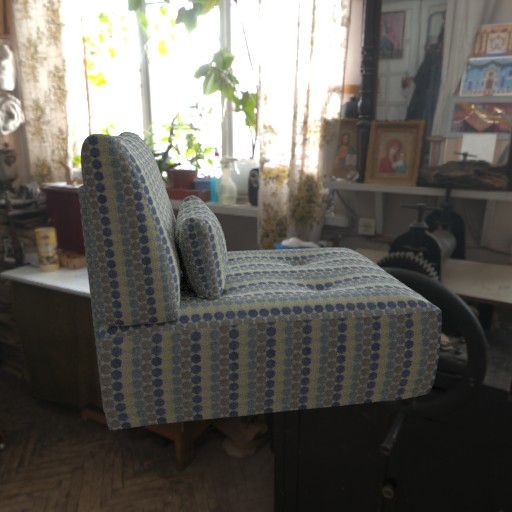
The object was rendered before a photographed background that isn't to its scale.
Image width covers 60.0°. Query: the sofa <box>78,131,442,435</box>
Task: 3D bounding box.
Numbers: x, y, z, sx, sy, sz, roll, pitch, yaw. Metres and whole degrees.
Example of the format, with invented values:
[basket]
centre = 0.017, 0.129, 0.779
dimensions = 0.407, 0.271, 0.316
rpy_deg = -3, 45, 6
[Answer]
[sofa]
centre = 0.000, 0.000, 1.519
dimensions = 1.000, 0.820, 0.700
rpy_deg = -3, 16, -9
